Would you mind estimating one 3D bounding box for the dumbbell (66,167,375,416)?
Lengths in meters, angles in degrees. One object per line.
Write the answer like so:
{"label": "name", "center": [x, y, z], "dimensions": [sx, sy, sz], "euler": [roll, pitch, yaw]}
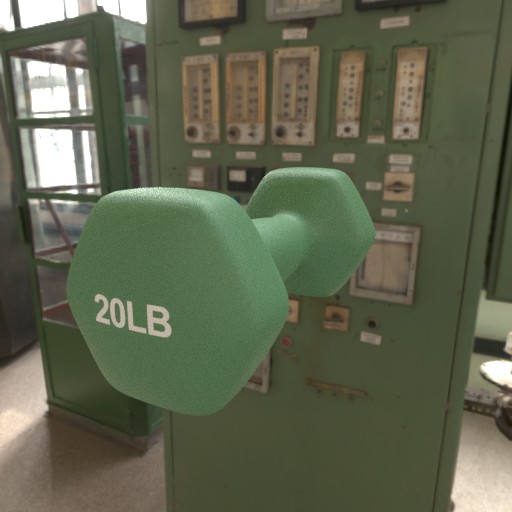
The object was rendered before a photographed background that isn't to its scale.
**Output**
{"label": "dumbbell", "center": [0.000, 0.000, 0.318], "dimensions": [0.126, 0.114, 0.257], "euler": [7, 16, 26]}
